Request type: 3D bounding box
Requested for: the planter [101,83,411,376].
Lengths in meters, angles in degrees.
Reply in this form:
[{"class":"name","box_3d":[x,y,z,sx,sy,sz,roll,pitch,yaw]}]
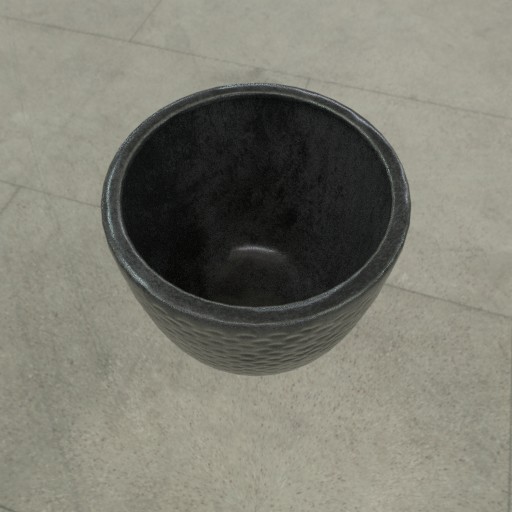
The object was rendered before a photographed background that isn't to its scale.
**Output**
[{"class":"planter","box_3d":[0.000,0.000,0.313,0.172,0.160,0.172,0,59,0]}]
